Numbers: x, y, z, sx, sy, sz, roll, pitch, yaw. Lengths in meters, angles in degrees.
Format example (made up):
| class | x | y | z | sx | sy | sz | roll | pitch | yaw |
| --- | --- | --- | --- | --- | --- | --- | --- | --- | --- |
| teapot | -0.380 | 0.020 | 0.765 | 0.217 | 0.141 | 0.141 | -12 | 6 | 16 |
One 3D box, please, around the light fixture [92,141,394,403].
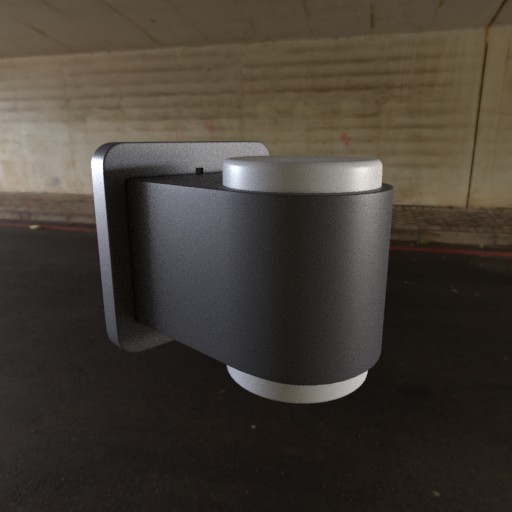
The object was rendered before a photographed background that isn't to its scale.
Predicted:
| class | x | y | z | sx | sy | sz | roll | pitch | yaw |
| --- | --- | --- | --- | --- | --- | --- | --- | --- | --- |
| light fixture | 0.000 | 0.000 | 0.219 | 0.109 | 0.109 | 0.132 | -14 | 20 | -41 |
